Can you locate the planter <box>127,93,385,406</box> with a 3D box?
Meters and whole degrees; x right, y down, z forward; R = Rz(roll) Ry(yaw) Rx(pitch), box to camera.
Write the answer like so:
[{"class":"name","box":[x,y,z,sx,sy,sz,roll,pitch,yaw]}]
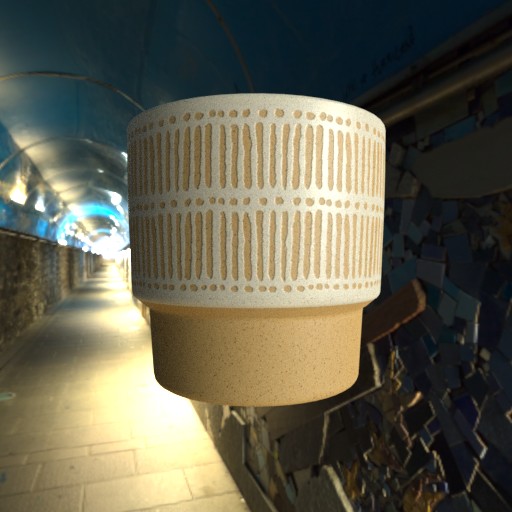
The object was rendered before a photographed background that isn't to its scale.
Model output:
[{"class":"planter","box":[0.000,0.000,0.566,0.317,0.303,0.317,0,0,0]}]
